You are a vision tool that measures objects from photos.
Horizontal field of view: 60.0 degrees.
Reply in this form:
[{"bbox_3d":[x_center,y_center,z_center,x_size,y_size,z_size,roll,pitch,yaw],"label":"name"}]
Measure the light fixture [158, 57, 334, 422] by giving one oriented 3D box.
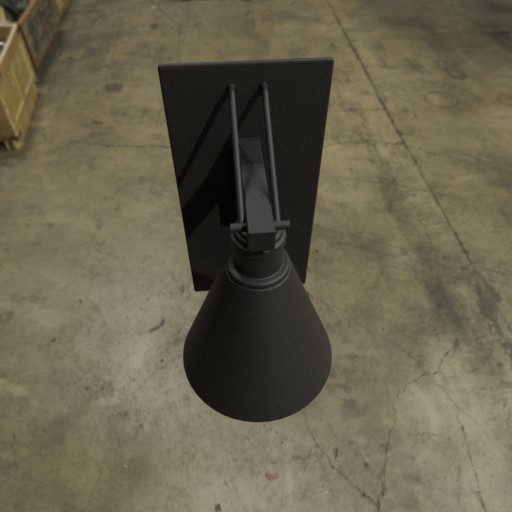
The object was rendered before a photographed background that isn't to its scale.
[{"bbox_3d":[0.000,0.000,0.420,0.170,0.298,0.207,-4,48,-4],"label":"light fixture"}]
